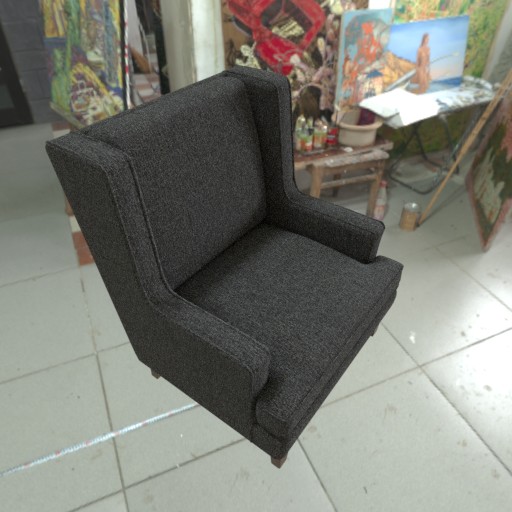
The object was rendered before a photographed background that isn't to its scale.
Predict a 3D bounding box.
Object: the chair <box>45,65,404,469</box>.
[{"bbox_3d":[0.000,0.000,1.750,0.927,1.082,0.942,26,46,27],"label":"chair"}]
